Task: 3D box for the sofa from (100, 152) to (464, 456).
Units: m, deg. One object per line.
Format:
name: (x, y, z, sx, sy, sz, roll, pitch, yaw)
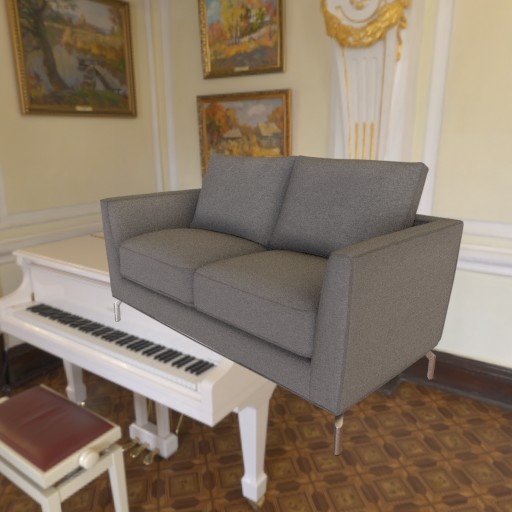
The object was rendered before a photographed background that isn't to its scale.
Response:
sofa: (0.000, 0.000, 2.118, 0.803, 0.924, 1.594, -14, 21, -42)
